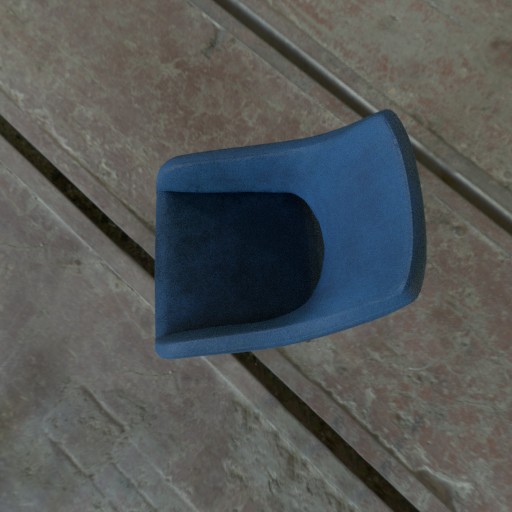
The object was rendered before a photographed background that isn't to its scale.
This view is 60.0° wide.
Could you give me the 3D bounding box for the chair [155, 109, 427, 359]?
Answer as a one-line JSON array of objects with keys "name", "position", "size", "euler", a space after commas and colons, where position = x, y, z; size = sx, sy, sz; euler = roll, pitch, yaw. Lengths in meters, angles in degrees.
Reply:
[{"name": "chair", "position": [0.000, 0.000, 1.558], "size": [0.794, 1.081, 0.683], "euler": [-3, 76, -1]}]
